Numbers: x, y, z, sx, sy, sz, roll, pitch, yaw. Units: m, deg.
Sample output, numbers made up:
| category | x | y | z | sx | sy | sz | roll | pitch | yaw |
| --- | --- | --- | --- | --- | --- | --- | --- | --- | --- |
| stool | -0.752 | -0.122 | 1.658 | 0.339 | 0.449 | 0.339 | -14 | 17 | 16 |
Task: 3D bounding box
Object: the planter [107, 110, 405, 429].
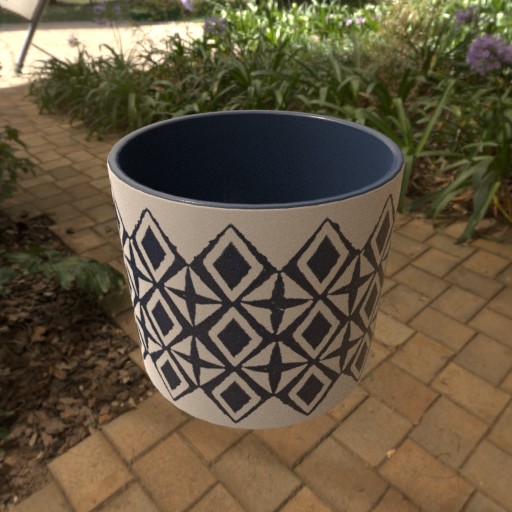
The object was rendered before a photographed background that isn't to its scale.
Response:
| category | x | y | z | sx | sy | sz | roll | pitch | yaw |
| --- | --- | --- | --- | --- | --- | --- | --- | --- | --- |
| planter | 0.000 | 0.000 | 0.397 | 0.224 | 0.203 | 0.224 | 0 | 32 | 0 |
